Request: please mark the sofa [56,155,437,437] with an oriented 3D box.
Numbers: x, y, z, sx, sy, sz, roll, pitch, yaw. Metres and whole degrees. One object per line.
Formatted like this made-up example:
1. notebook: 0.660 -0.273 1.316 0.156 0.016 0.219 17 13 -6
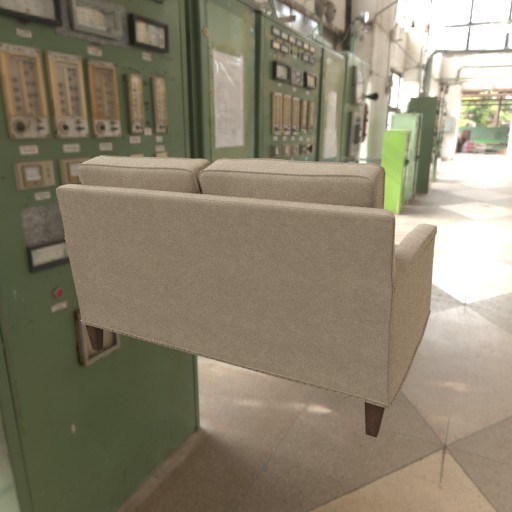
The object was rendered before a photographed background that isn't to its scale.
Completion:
1. sofa: 0.000 0.000 2.213 1.597 1.002 1.084 8 18 27
